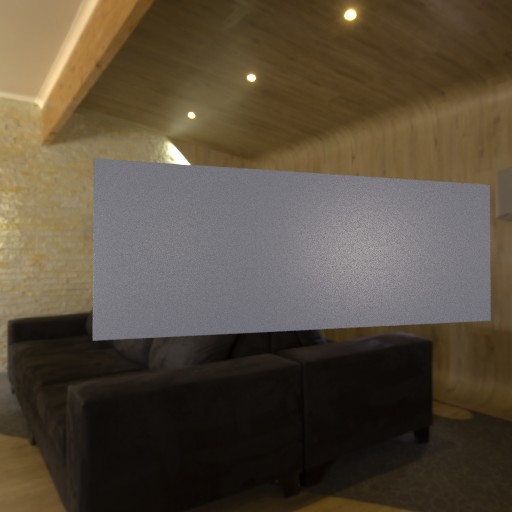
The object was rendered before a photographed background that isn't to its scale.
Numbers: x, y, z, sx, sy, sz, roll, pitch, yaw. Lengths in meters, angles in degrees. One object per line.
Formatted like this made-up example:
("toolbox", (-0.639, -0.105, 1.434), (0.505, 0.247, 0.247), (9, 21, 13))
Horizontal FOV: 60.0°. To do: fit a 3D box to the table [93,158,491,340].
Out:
("table", (0.000, 0.000, 1.212), (0.801, 0.299, 0.801), (0, -1, -18))
